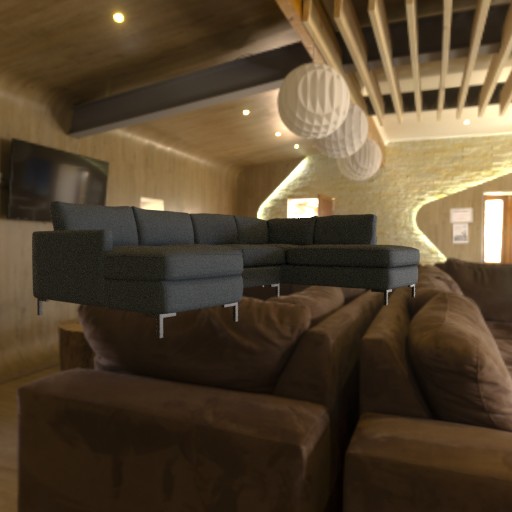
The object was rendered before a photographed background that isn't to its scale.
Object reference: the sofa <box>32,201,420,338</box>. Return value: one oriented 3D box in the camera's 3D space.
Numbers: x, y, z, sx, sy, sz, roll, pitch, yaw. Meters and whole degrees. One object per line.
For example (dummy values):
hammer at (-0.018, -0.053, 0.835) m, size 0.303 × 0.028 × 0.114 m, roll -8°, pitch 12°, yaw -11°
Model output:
sofa at (0.000, 0.000, 3.882) m, size 1.984 × 0.858 × 2.975 m, roll 1°, pitch 2°, yaw 37°
